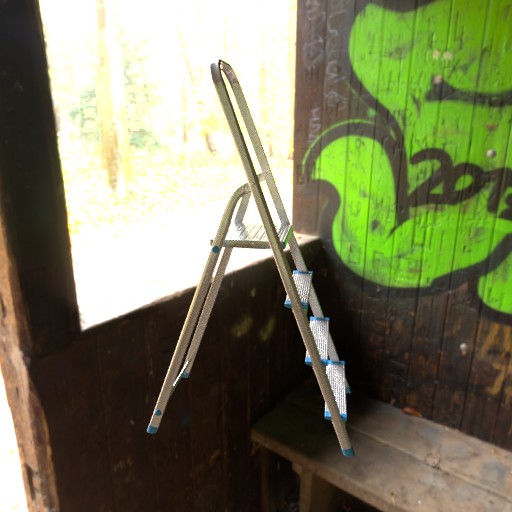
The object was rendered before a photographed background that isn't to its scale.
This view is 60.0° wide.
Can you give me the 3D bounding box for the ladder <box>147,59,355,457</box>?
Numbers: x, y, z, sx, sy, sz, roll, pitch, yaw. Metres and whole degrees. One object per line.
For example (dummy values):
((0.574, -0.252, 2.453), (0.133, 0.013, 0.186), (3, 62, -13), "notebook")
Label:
((0.000, 0.000, 1.764), (0.842, 1.434, 0.445), (3, 17, 9), "ladder")
